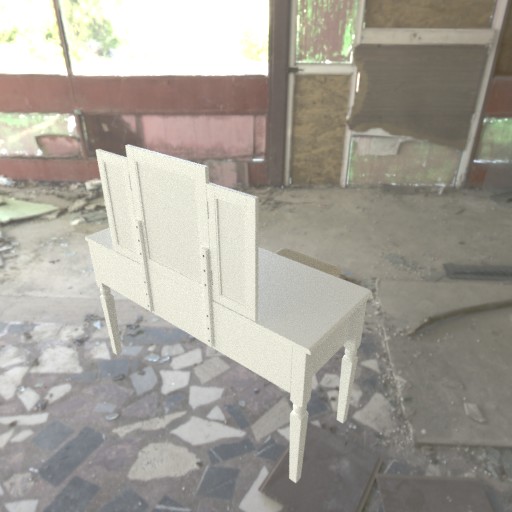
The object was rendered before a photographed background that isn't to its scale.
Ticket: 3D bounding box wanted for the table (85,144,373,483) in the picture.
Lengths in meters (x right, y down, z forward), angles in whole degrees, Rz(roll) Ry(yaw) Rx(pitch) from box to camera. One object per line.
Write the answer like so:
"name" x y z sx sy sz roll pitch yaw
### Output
"table" 0.000 0.000 2.303 1.369 1.310 1.115 22 36 33
